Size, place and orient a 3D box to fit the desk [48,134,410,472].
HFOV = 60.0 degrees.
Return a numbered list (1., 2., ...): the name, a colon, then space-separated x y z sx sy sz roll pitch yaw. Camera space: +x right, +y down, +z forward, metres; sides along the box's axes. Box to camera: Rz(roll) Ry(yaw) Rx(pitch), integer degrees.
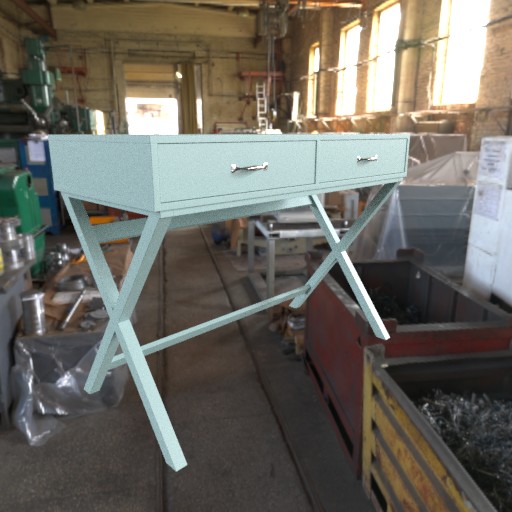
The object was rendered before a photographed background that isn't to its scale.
1. desk: 0.000 0.000 1.474 1.057 0.780 0.525 -15 21 -43
